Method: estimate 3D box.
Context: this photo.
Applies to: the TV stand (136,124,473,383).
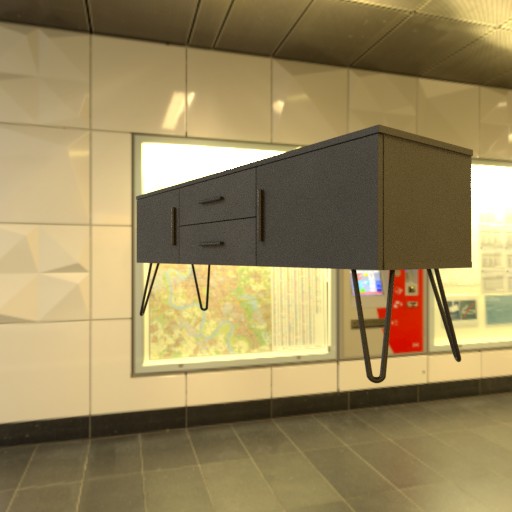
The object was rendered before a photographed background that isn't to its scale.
[{"bbox_3d":[0.000,0.000,1.620,0.400,0.560,1.400,0,0,-36],"label":"TV stand"}]
